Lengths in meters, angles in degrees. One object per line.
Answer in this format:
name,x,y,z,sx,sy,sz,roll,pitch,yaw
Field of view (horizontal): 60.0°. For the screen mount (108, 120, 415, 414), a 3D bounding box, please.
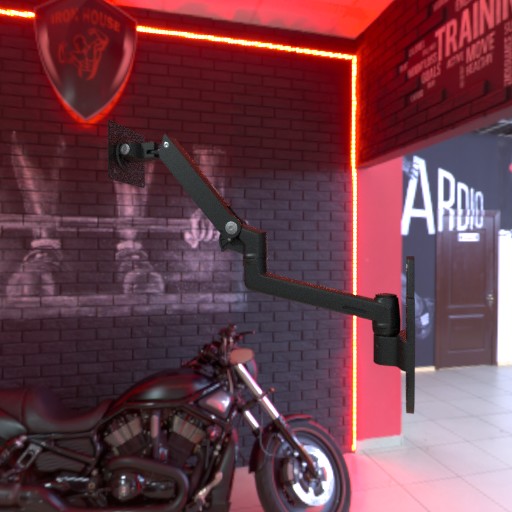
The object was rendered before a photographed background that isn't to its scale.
screen mount,0.000,0.000,0.737,0.495,0.466,0.115,0,0,18
